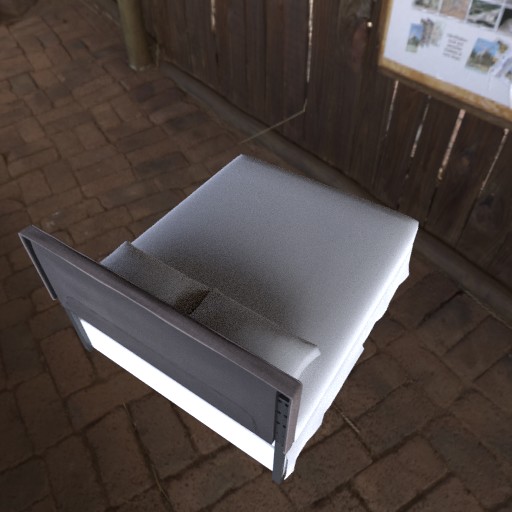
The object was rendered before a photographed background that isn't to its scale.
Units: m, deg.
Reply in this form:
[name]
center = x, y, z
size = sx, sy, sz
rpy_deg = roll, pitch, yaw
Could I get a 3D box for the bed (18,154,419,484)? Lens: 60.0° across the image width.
[bed]
center = 0.000, 0.000, 2.805
size = 1.610, 1.089, 1.894
rpy_deg = 26, 52, 23
